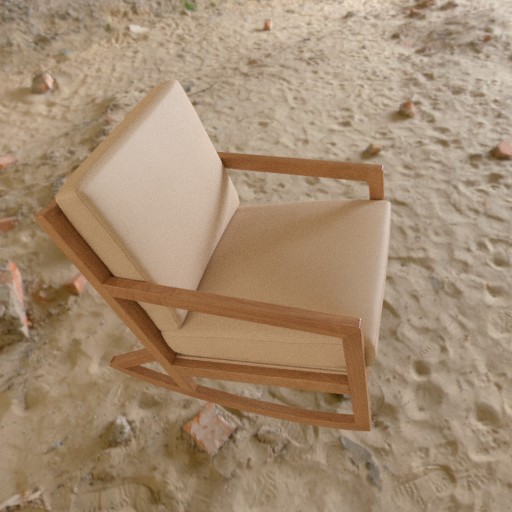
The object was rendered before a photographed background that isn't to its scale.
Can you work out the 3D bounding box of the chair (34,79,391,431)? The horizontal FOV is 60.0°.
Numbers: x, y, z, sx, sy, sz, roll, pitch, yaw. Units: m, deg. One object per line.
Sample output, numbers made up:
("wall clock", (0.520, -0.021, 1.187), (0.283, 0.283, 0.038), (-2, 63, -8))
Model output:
("chair", (0.000, 0.000, 1.344), (0.857, 0.790, 0.622), (12, 48, 11))
